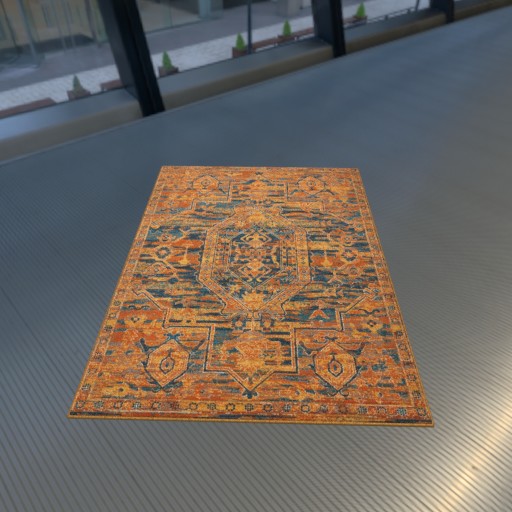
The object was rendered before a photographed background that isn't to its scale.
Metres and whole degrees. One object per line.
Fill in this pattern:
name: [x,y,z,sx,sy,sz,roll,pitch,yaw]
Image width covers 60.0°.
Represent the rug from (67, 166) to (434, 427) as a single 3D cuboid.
rug: [0.000,0.000,2.745,1.588,0.024,2.204,1,41,1]
